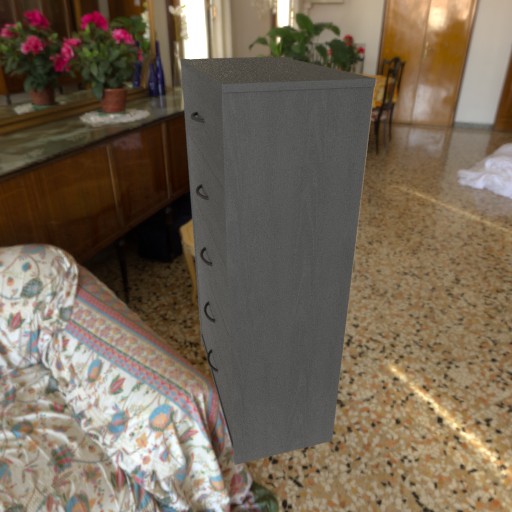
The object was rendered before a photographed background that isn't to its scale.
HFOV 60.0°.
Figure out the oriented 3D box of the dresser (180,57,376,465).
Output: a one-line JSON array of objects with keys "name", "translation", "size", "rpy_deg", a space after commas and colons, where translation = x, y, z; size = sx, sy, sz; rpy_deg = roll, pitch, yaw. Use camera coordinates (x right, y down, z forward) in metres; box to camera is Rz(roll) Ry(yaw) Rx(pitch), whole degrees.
[{"name": "dresser", "translation": [0.000, 0.000, 1.592], "size": [0.399, 1.255, 0.704], "rpy_deg": [-8, 29, -14]}]
